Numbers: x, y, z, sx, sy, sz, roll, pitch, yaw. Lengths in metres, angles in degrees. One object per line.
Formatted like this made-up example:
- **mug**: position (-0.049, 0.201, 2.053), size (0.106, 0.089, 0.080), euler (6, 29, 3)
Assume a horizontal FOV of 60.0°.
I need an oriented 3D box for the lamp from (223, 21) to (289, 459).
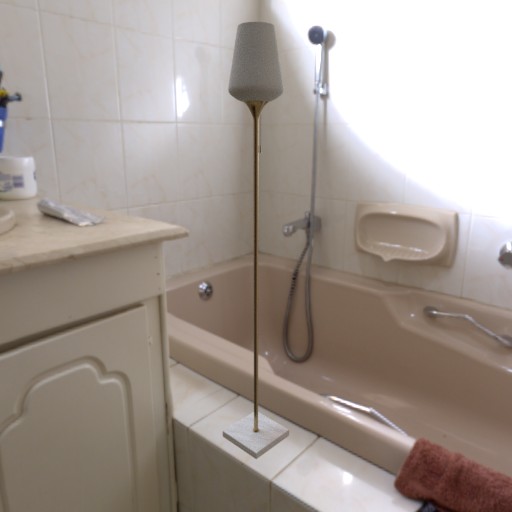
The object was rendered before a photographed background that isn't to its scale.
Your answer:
- **lamp**: position (0.000, 0.000, 1.923), size (0.229, 1.813, 0.232), euler (14, 20, 42)
